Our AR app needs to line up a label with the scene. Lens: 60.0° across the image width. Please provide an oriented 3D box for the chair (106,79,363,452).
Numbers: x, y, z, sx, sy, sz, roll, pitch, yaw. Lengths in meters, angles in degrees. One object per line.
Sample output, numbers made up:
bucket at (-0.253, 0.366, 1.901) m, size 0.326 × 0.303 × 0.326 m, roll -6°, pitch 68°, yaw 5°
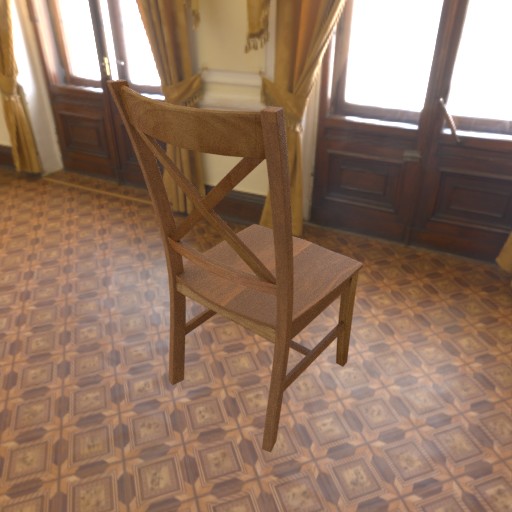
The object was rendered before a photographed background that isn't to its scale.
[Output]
chair at (0.000, 0.000, 1.302) m, size 0.485 × 0.983 × 0.542 m, roll 23°, pitch 38°, yaw 33°
